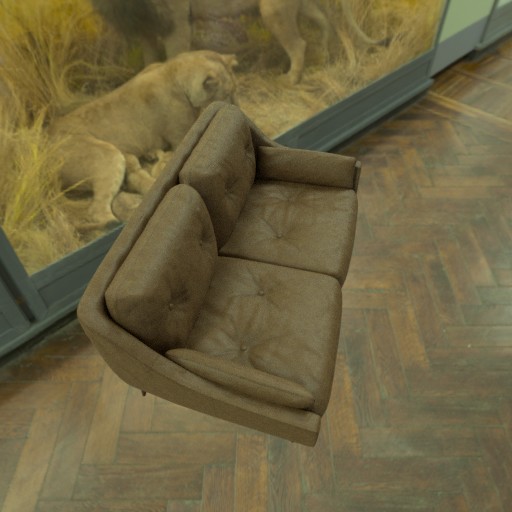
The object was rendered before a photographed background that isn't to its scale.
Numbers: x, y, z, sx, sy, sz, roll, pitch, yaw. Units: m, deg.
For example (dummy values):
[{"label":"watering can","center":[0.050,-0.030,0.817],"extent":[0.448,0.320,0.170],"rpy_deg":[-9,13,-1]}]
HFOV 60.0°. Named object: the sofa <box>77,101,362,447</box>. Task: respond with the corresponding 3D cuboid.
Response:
[{"label":"sofa","center":[0.000,0.000,2.303],"extent":[0.981,0.886,1.731],"rpy_deg":[11,48,10]}]
